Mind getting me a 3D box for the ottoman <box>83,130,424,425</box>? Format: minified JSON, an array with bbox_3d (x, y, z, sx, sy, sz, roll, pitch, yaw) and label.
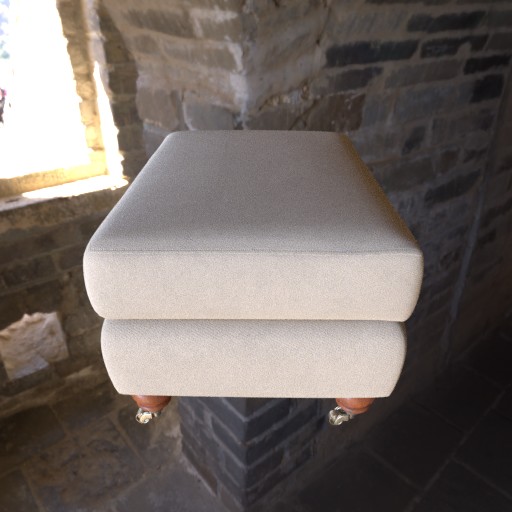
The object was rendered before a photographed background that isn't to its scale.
[{"bbox_3d":[0.000,0.000,1.114,0.569,0.504,0.773,0,29,1],"label":"ottoman"}]
